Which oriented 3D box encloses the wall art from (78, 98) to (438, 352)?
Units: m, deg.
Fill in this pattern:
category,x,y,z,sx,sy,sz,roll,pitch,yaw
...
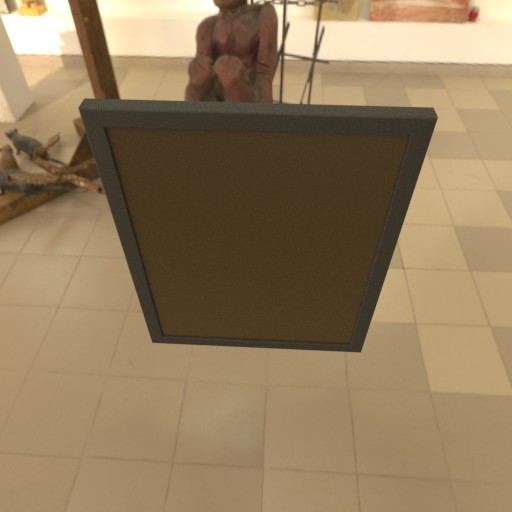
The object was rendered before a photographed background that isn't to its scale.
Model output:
category,x,y,z,sx,sy,sz,roll,pitch,yaw
wall art,0.000,0.000,0.773,0.457,0.558,0.028,2,47,2
